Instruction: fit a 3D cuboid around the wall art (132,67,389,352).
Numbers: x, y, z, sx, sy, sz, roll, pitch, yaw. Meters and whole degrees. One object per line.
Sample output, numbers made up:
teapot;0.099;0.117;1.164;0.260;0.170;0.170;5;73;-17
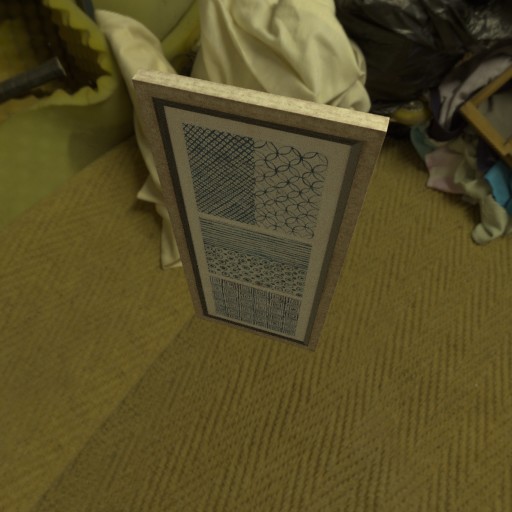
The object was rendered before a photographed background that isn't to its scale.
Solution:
wall art;0.000;0.000;1.706;0.648;1.461;0.051;15;59;9
